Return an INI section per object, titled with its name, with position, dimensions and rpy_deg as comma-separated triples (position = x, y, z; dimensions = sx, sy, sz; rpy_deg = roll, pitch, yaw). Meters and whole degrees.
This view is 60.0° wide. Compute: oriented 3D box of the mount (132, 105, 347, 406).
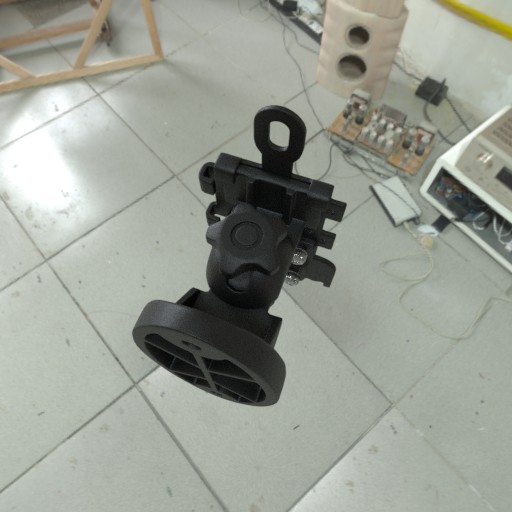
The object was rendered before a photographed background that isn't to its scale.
[mount]
position = 0.000, 0.000, 0.177
dimensions = 0.066, 0.118, 0.100
rpy_deg = 18, 66, 9
